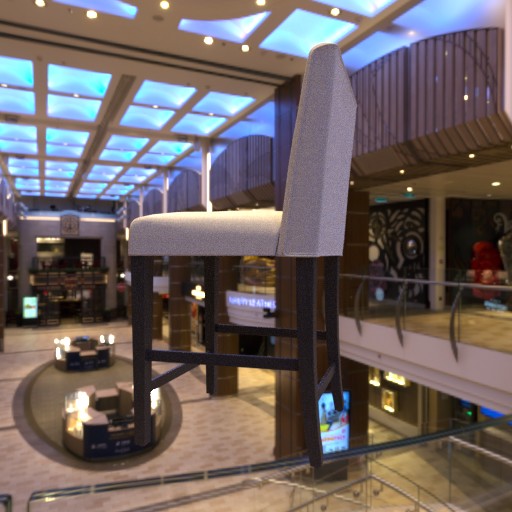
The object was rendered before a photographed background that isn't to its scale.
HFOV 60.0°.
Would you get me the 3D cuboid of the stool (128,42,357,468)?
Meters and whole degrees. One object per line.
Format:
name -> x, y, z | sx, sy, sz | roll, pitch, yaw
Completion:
stool -> 0.000, 0.000, 1.227 | 0.509, 0.939, 0.474 | 0, 0, 18
